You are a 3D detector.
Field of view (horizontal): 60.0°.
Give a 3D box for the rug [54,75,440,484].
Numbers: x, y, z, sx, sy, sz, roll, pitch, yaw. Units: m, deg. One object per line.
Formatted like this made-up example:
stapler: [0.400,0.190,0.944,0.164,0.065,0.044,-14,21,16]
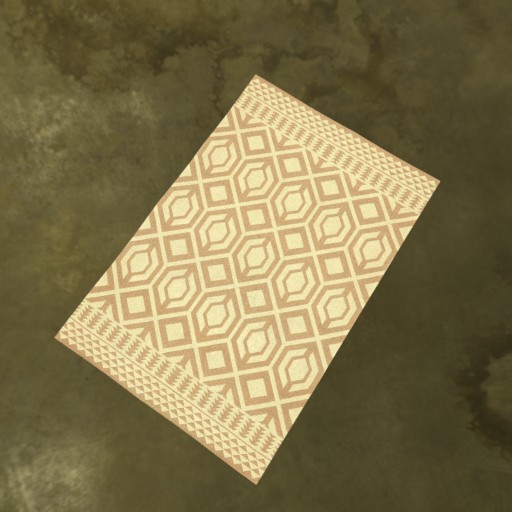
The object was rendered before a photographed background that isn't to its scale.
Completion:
rug: [0.000,0.000,2.335,1.219,0.008,1.829,33,78,8]
